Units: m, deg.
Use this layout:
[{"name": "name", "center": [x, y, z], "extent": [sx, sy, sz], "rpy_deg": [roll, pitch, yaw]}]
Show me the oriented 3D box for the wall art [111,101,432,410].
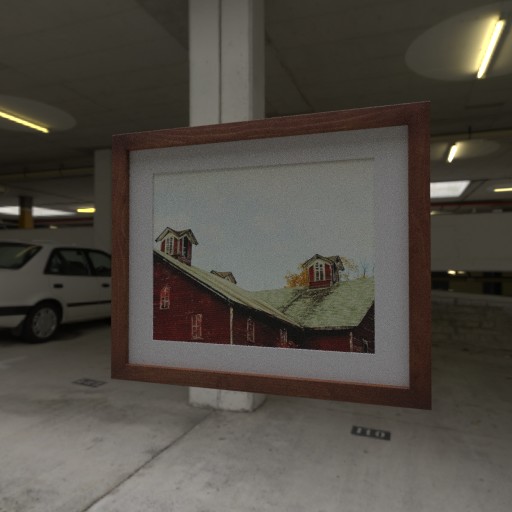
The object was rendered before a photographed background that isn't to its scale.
[{"name": "wall art", "center": [0.000, 0.000, 0.548], "extent": [0.401, 0.328, 0.030], "rpy_deg": [0, -1, 19]}]
